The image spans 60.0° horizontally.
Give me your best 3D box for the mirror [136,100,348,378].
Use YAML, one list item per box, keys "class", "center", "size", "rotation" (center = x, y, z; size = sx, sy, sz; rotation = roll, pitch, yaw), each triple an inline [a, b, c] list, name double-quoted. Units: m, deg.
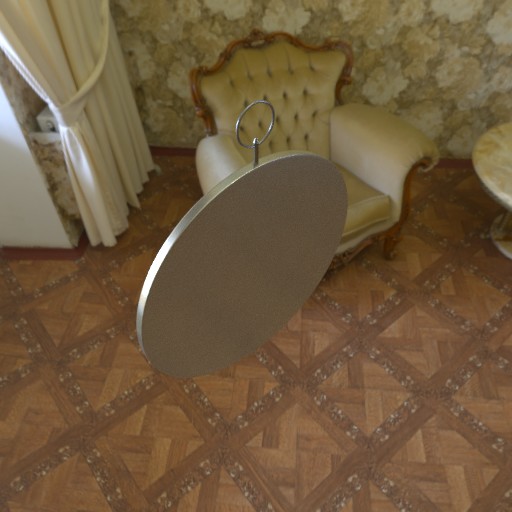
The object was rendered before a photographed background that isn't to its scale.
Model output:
- class: "mirror"
  center: [0.000, 0.000, 0.967]
  size: [0.594, 0.713, 0.020]
  rotation: [-32, 54, -27]
